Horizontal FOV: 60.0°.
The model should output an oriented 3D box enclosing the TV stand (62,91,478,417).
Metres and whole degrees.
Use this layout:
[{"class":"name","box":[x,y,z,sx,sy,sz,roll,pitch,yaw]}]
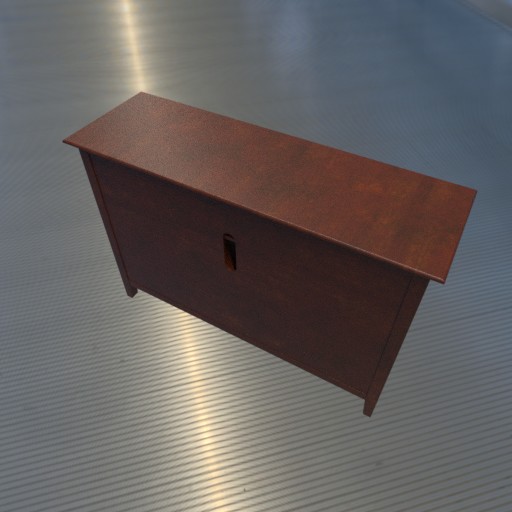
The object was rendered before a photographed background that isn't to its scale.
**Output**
[{"class":"TV stand","box":[0.000,0.000,1.838,1.372,0.915,0.445,22,50,20]}]
